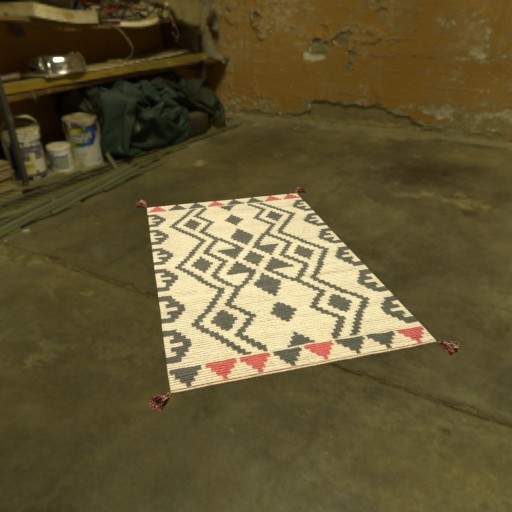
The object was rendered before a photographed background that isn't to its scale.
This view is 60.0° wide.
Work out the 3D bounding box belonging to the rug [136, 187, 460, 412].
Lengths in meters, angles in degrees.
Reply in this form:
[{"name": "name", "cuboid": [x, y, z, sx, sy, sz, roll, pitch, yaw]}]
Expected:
[{"name": "rug", "cuboid": [0.000, 0.000, 3.398, 1.741, 0.066, 2.672, -7, 30, -13]}]
